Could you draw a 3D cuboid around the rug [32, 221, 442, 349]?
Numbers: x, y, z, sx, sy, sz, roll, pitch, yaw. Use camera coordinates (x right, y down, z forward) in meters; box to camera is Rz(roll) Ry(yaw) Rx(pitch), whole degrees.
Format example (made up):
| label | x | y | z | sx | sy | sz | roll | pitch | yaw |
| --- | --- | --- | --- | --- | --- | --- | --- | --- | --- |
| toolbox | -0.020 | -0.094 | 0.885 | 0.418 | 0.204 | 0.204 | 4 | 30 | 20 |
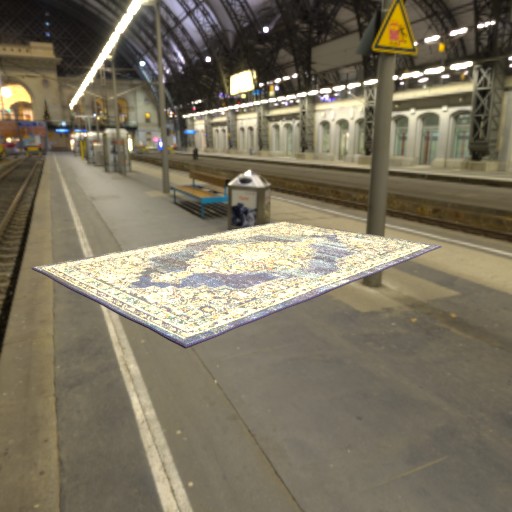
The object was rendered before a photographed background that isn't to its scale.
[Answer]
| label | x | y | z | sx | sy | sz | roll | pitch | yaw |
| --- | --- | --- | --- | --- | --- | --- | --- | --- | --- |
| rug | 0.000 | 0.000 | 2.269 | 1.184 | 0.012 | 1.781 | 14 | 20 | 43 |
